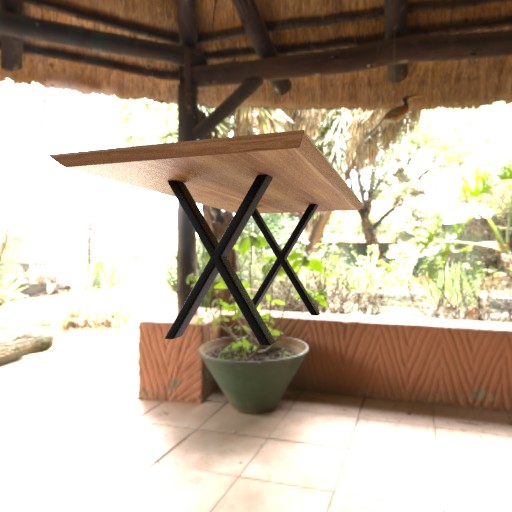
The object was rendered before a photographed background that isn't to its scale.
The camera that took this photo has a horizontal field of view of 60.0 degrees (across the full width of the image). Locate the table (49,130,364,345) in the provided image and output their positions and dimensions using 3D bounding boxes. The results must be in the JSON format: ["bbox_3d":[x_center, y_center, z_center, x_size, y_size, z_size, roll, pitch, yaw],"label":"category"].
[{"bbox_3d":[0.000,0.000,2.488,1.000,0.770,2.000,0,-1,19],"label":"table"}]
